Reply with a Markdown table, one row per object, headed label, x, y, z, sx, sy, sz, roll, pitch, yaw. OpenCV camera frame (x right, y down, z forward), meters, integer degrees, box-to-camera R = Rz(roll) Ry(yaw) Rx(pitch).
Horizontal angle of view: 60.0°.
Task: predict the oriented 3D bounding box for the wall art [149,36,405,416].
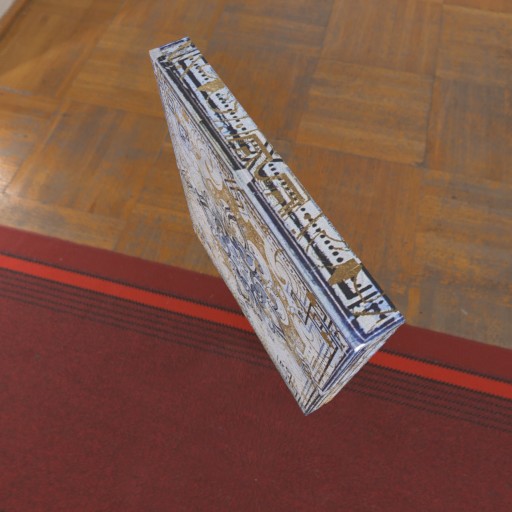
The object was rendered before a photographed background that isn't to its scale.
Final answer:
| label | x | y | z | sx | sy | sz | roll | pitch | yaw |
| --- | --- | --- | --- | --- | --- | --- | --- | --- | --- |
| wall art | 0.000 | 0.000 | 0.463 | 0.038 | 0.306 | 0.302 | -27 | 66 | -13 |
